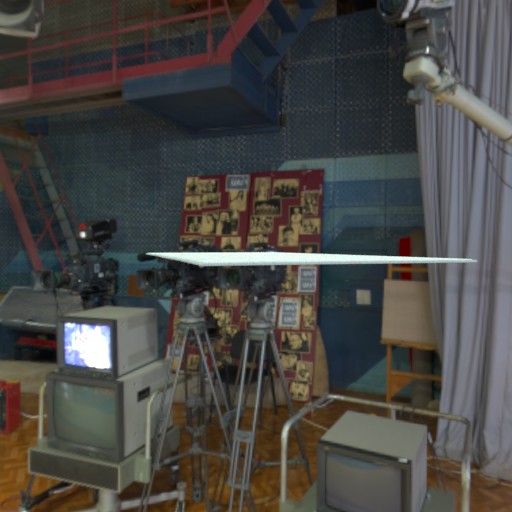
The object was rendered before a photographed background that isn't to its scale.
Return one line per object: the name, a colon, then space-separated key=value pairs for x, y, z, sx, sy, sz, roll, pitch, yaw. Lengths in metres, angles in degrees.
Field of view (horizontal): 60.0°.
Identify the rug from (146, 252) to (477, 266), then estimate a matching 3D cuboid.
rug: x=0.000 y=0.000 z=1.439 sx=0.604 sy=0.007 sz=1.219 roll=0 pitch=1 yaw=-18
